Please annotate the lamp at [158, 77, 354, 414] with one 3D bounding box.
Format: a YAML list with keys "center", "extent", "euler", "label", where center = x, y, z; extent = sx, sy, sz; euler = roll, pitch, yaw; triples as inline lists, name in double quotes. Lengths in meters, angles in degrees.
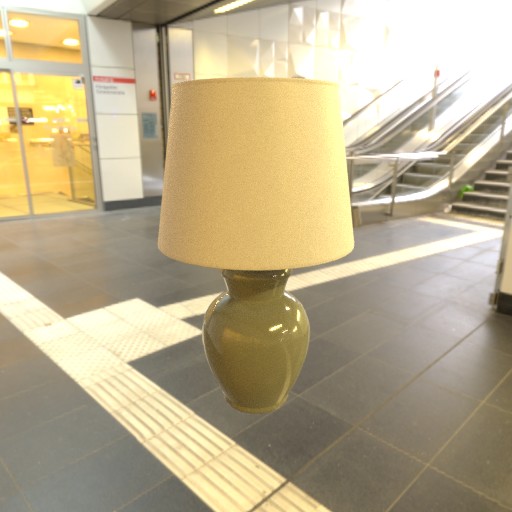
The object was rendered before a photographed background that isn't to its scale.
- center: [0.000, 0.000, 0.557]
  extent: [0.239, 0.399, 0.239]
  euler: [0, 16, 0]
  label: "lamp"
